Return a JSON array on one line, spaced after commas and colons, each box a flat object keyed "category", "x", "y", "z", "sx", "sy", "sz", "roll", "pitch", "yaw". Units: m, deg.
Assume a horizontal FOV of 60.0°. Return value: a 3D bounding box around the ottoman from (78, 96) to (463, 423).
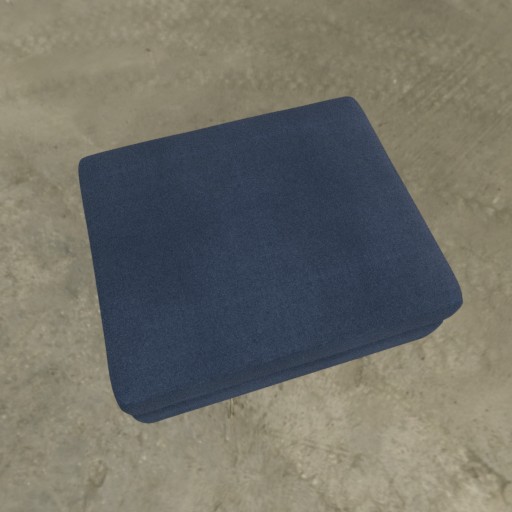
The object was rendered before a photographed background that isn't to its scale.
[{"category": "ottoman", "x": 0.000, "y": 0.000, "z": 1.261, "sx": 0.821, "sy": 0.474, "sz": 0.693, "roll": -15, "pitch": 64, "yaw": -8}]
